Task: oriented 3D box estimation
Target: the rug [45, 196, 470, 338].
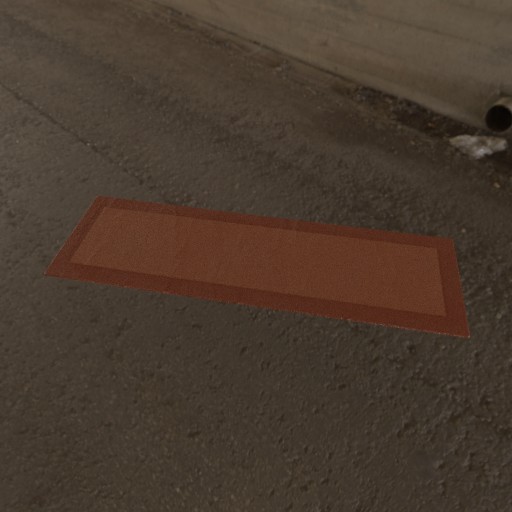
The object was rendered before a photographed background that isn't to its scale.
[{"bbox_3d":[0.000,0.000,2.732,2.471,0.013,0.914,5,46,5],"label":"rug"}]
